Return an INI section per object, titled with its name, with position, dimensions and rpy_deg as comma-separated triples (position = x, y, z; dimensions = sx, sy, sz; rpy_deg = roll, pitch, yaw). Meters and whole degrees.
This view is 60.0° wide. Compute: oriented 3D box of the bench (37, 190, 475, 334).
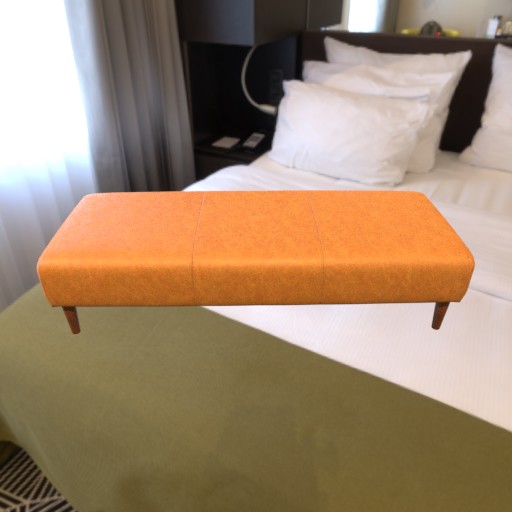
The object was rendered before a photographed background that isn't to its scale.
[bench]
position = 0.000, 0.000, 1.938
dimensions = 1.610, 0.399, 0.653
rpy_deg = -1, 32, -1
